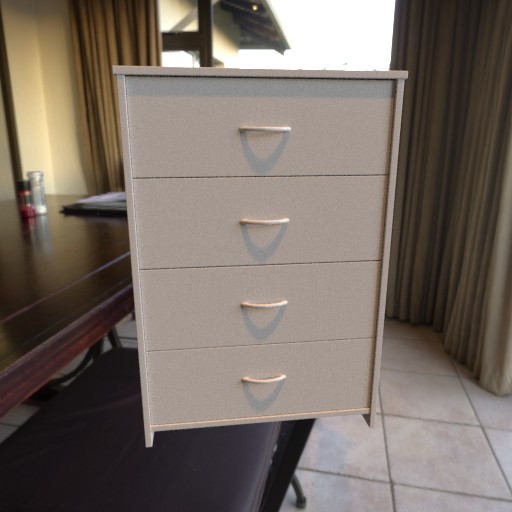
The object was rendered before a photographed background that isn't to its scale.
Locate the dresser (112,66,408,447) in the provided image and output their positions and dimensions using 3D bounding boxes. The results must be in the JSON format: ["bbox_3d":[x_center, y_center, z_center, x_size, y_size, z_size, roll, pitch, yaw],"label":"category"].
[{"bbox_3d":[0.000,0.000,1.359,0.704,1.021,0.401,-2,16,-7],"label":"dresser"}]
